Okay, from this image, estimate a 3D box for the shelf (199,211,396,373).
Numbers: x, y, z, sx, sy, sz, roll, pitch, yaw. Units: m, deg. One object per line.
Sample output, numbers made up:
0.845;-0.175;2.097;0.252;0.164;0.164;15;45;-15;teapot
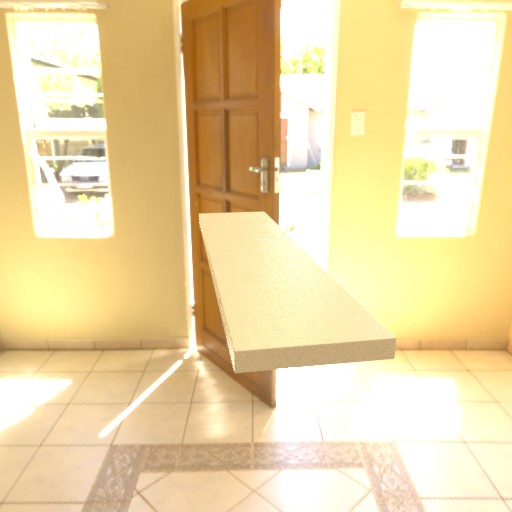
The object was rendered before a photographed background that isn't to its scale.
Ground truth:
0.000;0.000;0.659;0.140;0.020;0.610;-3;16;-9;shelf
